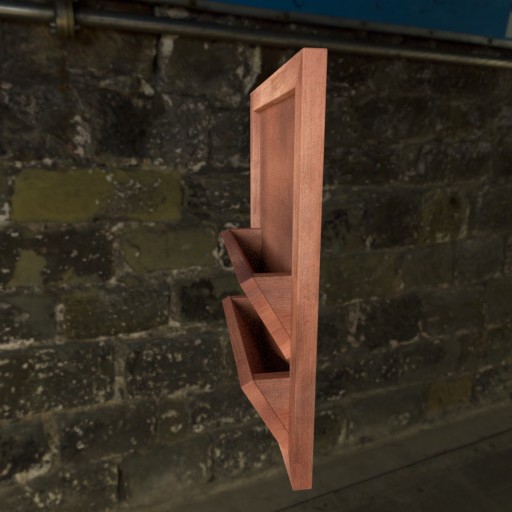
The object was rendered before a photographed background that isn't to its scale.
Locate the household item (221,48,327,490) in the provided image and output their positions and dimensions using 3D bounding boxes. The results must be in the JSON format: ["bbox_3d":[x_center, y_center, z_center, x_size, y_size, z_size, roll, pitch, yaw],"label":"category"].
[{"bbox_3d":[0.000,0.000,0.538,0.067,0.407,0.310,-2,14,-8],"label":"household item"}]
